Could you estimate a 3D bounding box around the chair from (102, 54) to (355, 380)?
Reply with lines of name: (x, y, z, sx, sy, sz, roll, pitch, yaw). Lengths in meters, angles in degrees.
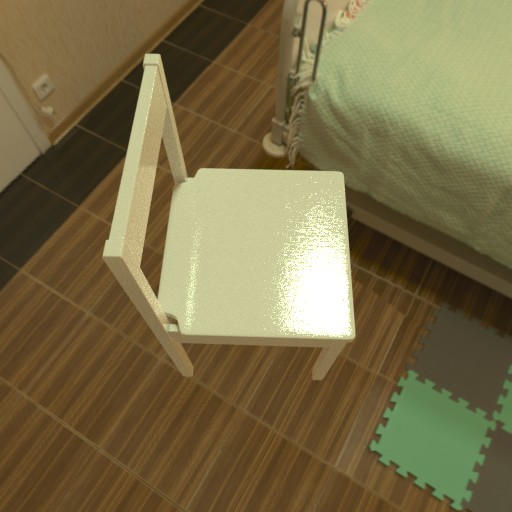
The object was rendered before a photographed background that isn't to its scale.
chair: (0.000, 0.000, 0.902, 0.361, 0.668, 0.367, 2, 63, 1)
